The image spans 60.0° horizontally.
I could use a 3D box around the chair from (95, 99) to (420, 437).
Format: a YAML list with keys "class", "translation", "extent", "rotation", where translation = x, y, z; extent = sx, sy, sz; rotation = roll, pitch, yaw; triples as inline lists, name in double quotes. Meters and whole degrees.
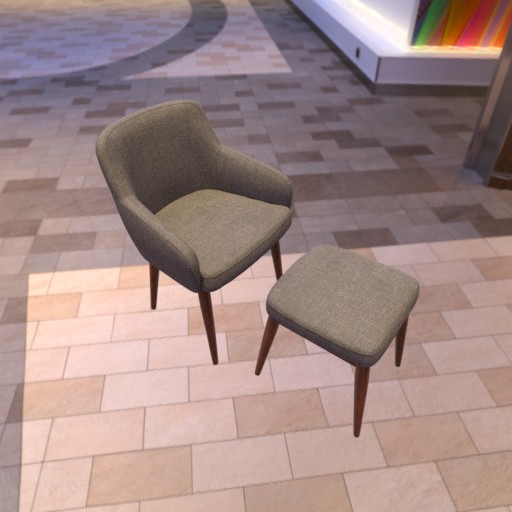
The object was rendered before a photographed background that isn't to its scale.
- class: "chair"
  translation: [0.000, 0.000, 1.581]
  extent: [1.107, 0.799, 0.584]
  rotation: [25, 46, 27]
